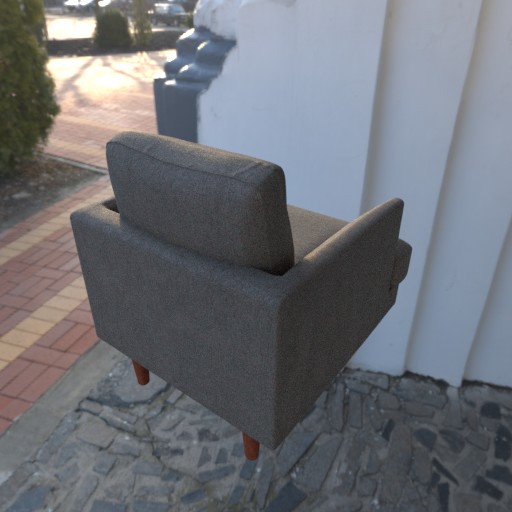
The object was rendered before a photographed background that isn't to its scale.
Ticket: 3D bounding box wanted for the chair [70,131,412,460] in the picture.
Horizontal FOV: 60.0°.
[{"bbox_3d":[0.000,0.000,1.601,0.858,0.957,0.899,21,36,32],"label":"chair"}]
